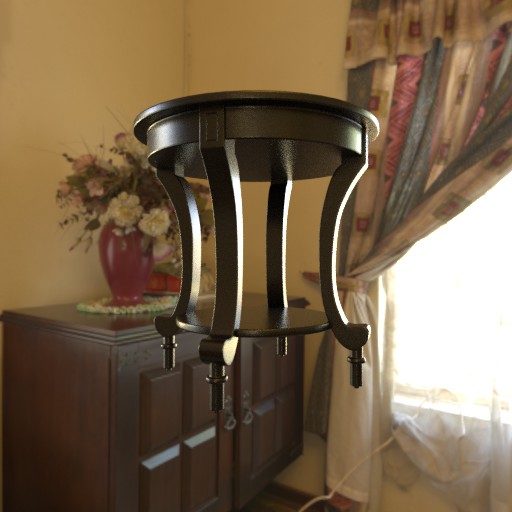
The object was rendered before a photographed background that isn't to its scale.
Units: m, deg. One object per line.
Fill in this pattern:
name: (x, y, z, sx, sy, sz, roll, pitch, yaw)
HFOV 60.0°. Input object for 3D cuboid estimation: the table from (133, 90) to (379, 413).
table: (0.000, 0.000, 1.117, 0.597, 0.618, 0.597, 0, 1, 0)
